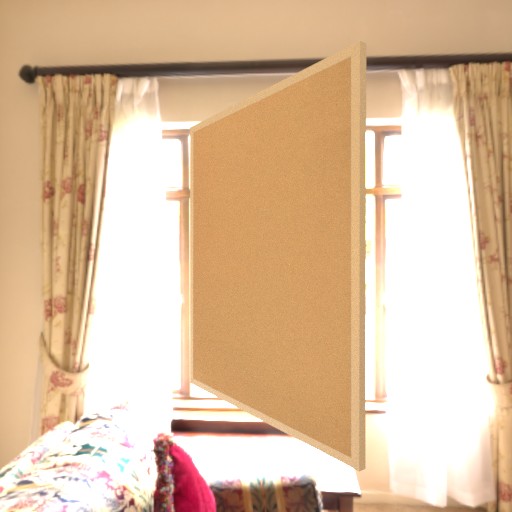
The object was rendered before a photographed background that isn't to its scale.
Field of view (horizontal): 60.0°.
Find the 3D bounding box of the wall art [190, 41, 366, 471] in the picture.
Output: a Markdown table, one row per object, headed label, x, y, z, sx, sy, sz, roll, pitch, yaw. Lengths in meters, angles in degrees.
| label | x | y | z | sx | sy | sz | roll | pitch | yaw |
| --- | --- | --- | --- | --- | --- | --- | --- | --- | --- |
| wall art | 0.000 | 0.000 | 0.773 | 0.012 | 0.557 | 0.482 | 0 | 0 | -35 |
